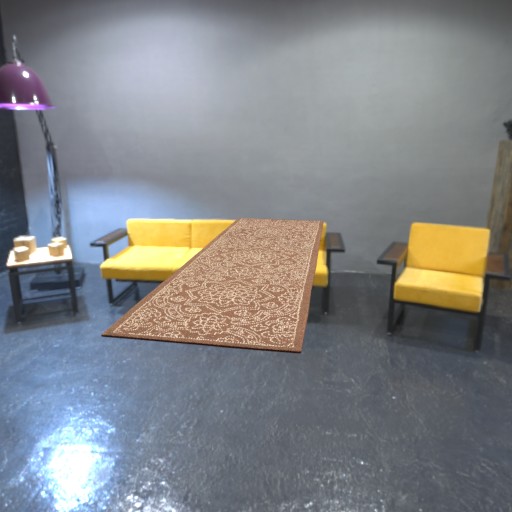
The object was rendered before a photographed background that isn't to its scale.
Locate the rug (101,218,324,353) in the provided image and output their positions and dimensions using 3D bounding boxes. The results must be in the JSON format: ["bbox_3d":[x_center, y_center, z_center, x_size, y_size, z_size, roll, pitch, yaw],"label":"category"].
[{"bbox_3d":[0.000,0.000,2.783,0.769,0.012,2.448,3,16,10],"label":"rug"}]
